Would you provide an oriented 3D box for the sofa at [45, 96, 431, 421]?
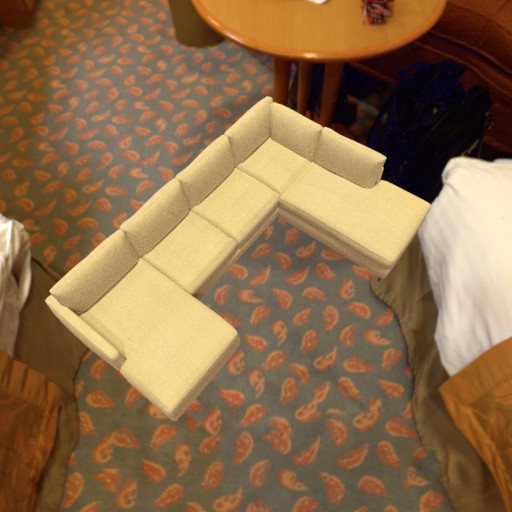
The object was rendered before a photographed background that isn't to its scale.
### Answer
[{"bbox_3d":[0.000,0.000,3.658,1.879,0.756,2.737,33,65,18],"label":"sofa"}]
